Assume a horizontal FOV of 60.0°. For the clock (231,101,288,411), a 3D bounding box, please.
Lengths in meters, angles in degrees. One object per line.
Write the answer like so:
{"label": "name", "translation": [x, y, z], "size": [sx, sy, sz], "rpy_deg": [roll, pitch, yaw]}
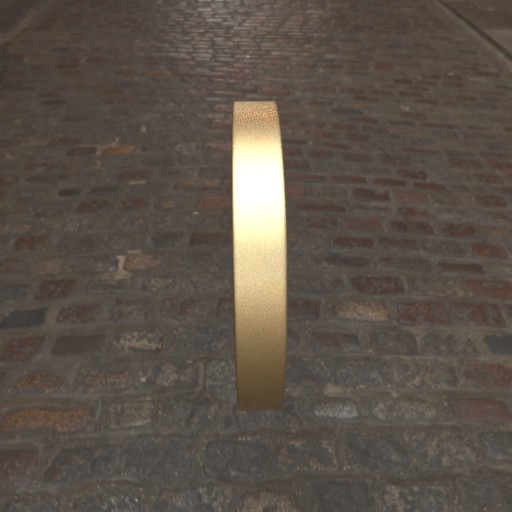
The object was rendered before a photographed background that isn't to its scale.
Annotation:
{"label": "clock", "translation": [0.000, 0.000, 0.476], "size": [0.040, 0.314, 0.314], "rpy_deg": [-1, 43, -1]}
